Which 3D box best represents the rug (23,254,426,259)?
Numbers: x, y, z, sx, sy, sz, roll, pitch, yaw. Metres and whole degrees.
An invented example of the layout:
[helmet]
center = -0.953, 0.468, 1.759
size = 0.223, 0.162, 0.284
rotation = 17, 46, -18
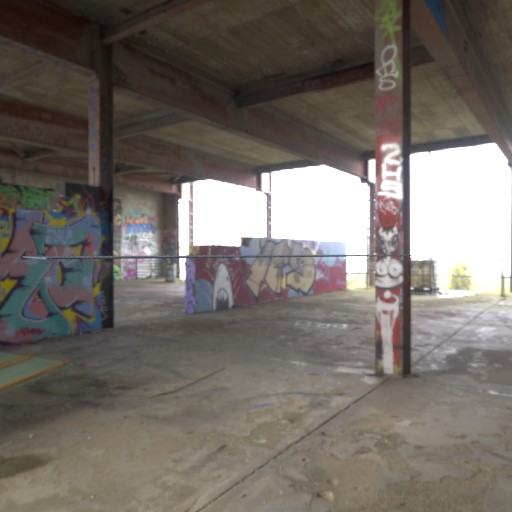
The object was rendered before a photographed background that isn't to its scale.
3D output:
[rug]
center = 0.000, 0.000, 2.693
size = 2.443, 0.008, 0.688
rotation = 0, 1, -34
